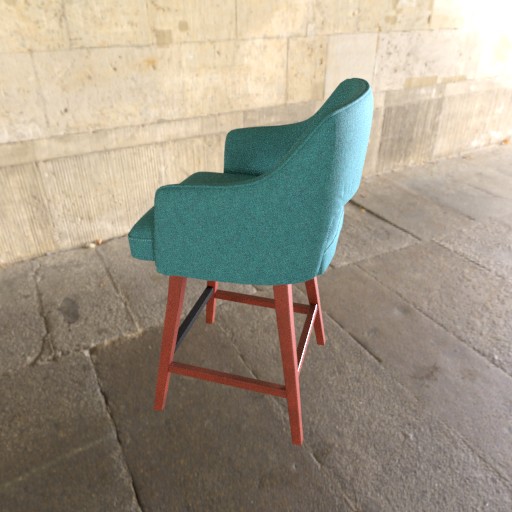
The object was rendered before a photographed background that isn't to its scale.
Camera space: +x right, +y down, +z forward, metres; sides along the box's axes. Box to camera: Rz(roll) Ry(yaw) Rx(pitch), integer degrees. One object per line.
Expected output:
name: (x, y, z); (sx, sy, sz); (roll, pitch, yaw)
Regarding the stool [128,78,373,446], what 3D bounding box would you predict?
stool: (0.000, 0.000, 1.298); (0.556, 0.961, 0.548); (8, 32, 14)
